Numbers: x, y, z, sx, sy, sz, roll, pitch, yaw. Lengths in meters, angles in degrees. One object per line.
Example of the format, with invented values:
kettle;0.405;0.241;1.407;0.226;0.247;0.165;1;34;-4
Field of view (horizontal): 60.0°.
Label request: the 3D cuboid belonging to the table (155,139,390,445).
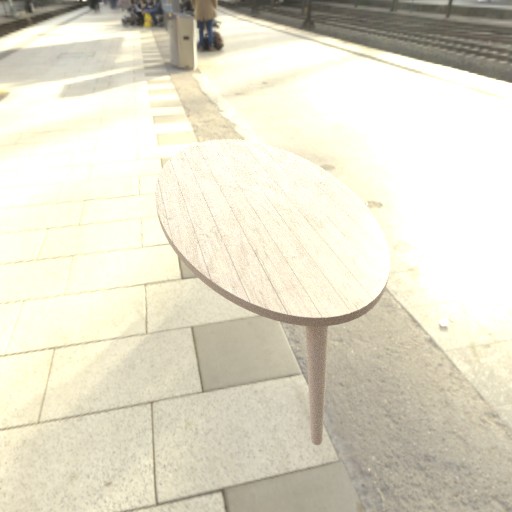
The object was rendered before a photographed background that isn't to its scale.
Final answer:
table;0.000;0.000;1.325;0.542;0.390;1.083;-8;32;-13
